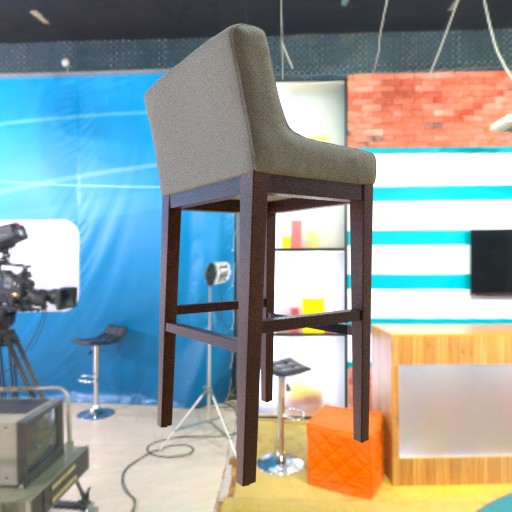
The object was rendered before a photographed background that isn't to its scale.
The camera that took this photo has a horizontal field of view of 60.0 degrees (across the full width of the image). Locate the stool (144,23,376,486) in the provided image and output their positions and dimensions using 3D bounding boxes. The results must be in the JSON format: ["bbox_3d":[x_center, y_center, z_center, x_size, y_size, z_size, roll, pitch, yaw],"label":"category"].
[{"bbox_3d":[0.000,0.000,1.289,0.500,1.037,0.511,0,0,-37],"label":"stool"}]
